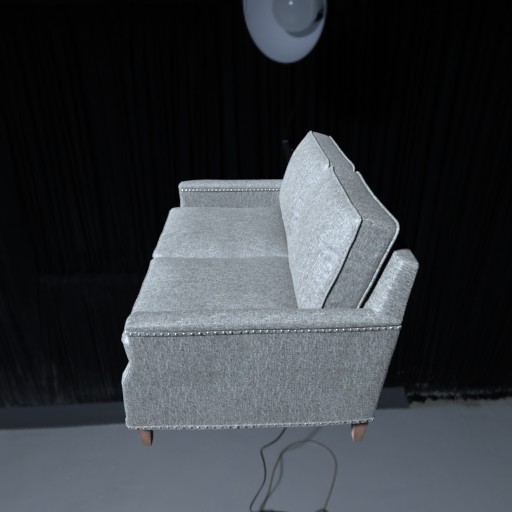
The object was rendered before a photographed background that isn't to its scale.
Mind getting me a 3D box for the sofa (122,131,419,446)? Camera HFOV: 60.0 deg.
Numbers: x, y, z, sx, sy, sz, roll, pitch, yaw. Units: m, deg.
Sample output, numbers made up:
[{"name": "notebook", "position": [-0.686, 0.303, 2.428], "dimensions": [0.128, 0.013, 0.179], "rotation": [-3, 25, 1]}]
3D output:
[{"name": "sofa", "position": [0.000, 0.000, 2.291], "dimensions": [1.084, 1.003, 1.597], "rotation": [-1, 28, -1]}]
